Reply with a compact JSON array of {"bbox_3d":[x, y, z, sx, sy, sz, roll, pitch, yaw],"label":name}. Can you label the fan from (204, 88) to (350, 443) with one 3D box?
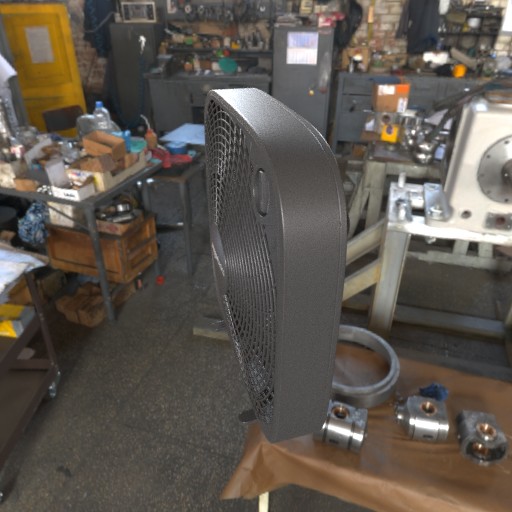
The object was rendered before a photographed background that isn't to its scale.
[{"bbox_3d":[0.000,0.000,0.802,0.142,0.533,0.526,-8,32,-13],"label":"fan"}]
